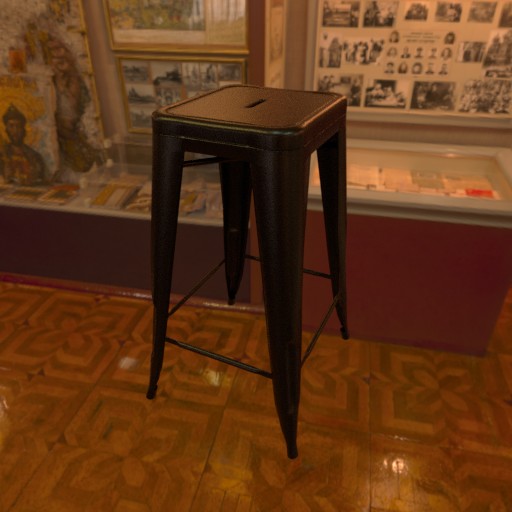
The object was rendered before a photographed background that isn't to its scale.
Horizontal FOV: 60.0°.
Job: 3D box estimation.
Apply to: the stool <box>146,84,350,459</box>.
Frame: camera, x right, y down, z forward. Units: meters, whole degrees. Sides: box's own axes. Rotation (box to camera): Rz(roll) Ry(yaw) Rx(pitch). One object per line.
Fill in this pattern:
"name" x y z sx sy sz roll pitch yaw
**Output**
"stool" 0.000 0.000 0.907 0.423 0.609 0.455 7 32 12
